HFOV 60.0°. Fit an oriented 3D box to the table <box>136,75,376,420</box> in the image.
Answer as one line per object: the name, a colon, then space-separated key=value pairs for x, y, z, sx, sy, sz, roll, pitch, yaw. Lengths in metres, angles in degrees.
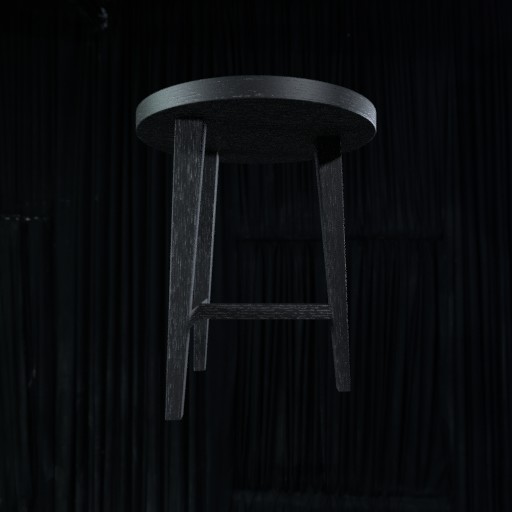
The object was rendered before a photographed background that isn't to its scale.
table: x=0.000 y=0.000 z=0.763 sx=0.399 sy=0.460 sz=0.399 roll=0 pitch=0 yaw=0
